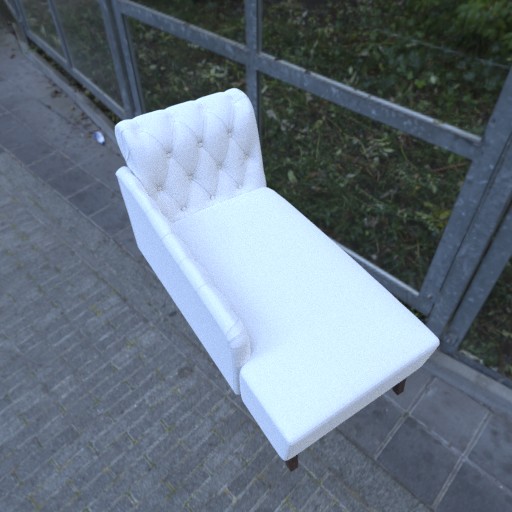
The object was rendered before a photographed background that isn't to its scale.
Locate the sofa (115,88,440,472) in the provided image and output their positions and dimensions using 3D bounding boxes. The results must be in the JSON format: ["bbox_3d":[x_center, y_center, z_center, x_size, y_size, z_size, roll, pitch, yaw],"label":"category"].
[{"bbox_3d":[0.000,0.000,1.813,0.675,0.787,1.379,-25,51,-22],"label":"sofa"}]
